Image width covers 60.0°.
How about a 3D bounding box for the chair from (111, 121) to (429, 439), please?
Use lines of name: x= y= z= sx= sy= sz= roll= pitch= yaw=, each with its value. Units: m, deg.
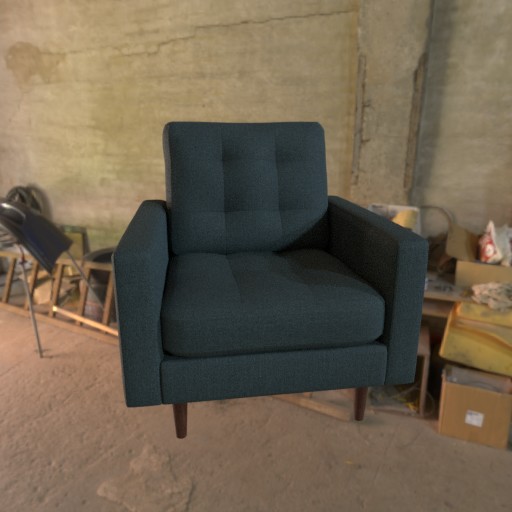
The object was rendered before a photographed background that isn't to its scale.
chair: x=0.000 y=0.000 z=1.510 sx=0.821 sy=0.880 sz=0.843 roll=-2 pitch=17 yaw=-8
